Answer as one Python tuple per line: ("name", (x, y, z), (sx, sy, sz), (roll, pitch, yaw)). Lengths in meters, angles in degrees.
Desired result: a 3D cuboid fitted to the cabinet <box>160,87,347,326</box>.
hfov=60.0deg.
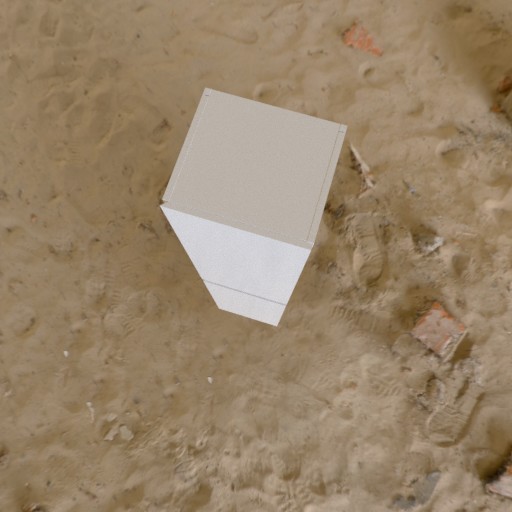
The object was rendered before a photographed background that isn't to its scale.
("cabinet", (0.000, 0.000, 1.541), (0.300, 1.400, 0.270), (17, 76, 4))
